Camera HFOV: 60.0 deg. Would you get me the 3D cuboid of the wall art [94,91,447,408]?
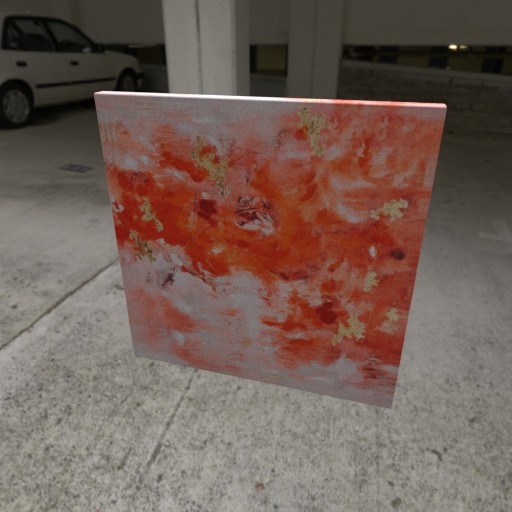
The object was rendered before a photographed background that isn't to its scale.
[{"bbox_3d":[0.000,0.000,1.097,0.747,0.746,0.064,8,27,15],"label":"wall art"}]
